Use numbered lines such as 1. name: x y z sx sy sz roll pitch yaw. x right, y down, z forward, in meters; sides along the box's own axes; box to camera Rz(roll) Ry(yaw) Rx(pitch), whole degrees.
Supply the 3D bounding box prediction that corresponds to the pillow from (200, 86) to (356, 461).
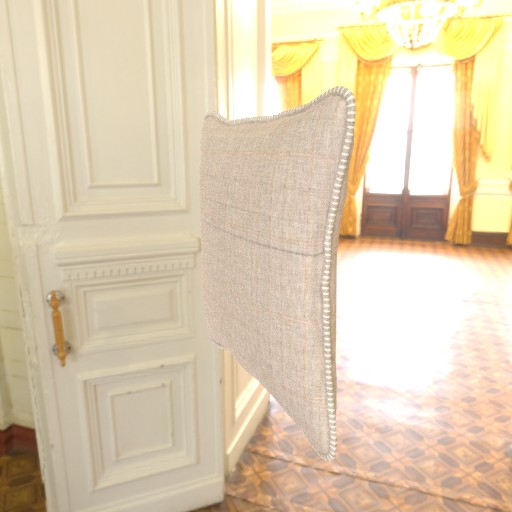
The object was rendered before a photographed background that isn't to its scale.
1. pillow: 0.000 0.000 0.749 0.124 0.494 0.485 -7 16 -26
